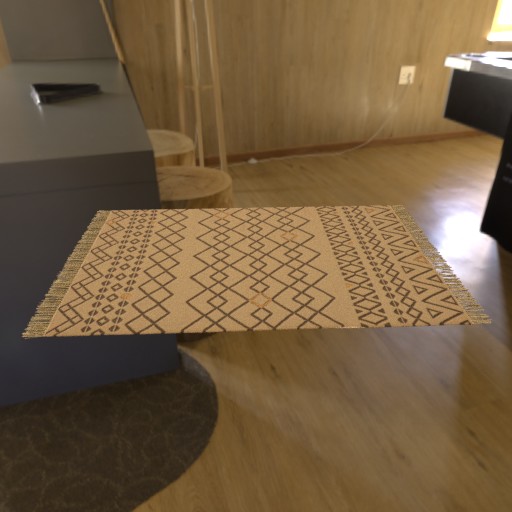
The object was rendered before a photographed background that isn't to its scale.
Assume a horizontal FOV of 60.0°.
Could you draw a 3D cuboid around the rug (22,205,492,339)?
[{"bbox_3d":[0.000,0.000,2.398,2.023,0.028,1.224,-1,31,-2],"label":"rug"}]
